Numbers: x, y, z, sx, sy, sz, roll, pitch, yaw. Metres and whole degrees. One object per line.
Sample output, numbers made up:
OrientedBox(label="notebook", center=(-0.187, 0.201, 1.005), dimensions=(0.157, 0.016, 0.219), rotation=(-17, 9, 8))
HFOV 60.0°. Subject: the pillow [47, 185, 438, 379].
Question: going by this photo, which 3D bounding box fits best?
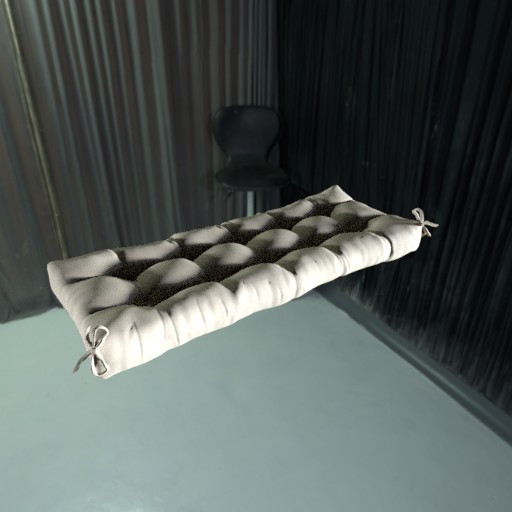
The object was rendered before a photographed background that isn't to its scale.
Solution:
OrientedBox(label="pillow", center=(0.000, 0.000, 1.365), dimensions=(1.194, 0.174, 0.511), rotation=(-19, 34, -30))
